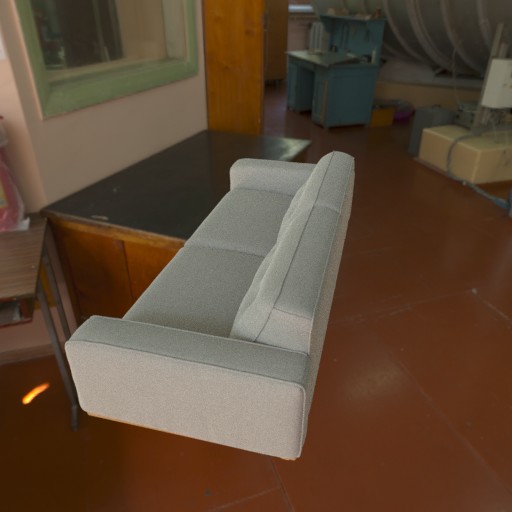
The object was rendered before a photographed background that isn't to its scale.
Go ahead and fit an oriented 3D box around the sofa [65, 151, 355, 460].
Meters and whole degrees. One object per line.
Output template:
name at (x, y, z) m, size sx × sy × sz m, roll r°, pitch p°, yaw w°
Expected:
sofa at (0.000, 0.000, 2.606) m, size 0.956 × 0.781 × 2.270 m, roll 8°, pitch 32°, yaw 13°
